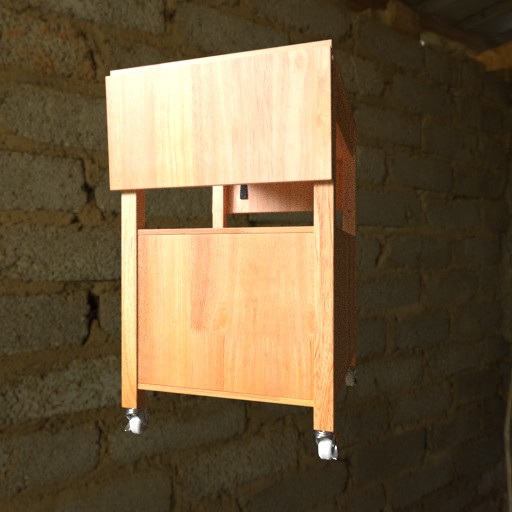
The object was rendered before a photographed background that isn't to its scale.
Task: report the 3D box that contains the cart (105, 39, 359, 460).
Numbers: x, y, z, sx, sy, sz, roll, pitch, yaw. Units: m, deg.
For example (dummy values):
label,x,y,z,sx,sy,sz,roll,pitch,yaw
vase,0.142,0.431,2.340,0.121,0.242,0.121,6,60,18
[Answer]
label,x,y,z,sx,sy,sz,roll,pitch,yaw
cart,0.000,0.000,1.217,0.508,0.838,0.640,0,0,17
